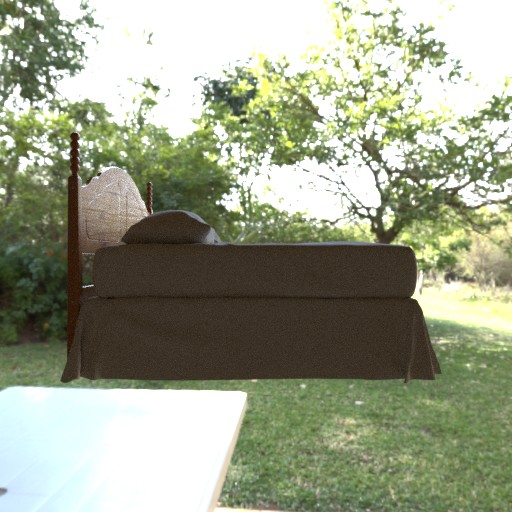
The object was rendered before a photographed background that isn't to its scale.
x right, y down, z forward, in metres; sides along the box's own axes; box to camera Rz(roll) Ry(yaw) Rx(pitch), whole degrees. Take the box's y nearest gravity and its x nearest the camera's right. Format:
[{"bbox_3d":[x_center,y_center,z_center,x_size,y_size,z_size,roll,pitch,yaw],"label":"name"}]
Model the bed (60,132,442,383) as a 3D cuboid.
[{"bbox_3d":[0.000,0.000,3.228,2.040,1.356,1.873,0,0,1],"label":"bed"}]
